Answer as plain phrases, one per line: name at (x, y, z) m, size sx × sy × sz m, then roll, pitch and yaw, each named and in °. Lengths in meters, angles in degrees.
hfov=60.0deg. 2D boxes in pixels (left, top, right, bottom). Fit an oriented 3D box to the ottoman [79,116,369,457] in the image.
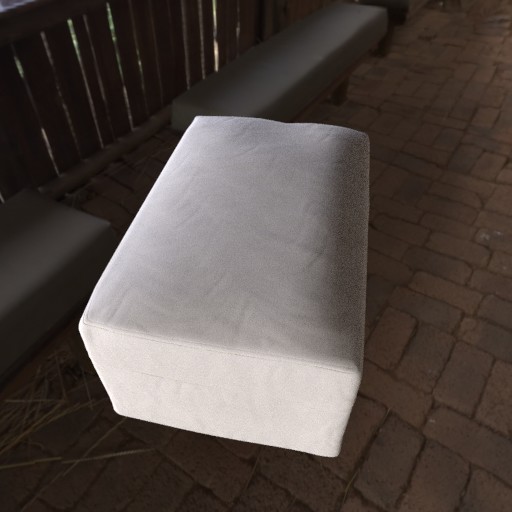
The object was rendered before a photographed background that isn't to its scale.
ottoman at (0.000, 0.000, 1.226) m, size 0.590 × 0.444 × 0.872 m, roll 8°, pitch 46°, yaw 8°
